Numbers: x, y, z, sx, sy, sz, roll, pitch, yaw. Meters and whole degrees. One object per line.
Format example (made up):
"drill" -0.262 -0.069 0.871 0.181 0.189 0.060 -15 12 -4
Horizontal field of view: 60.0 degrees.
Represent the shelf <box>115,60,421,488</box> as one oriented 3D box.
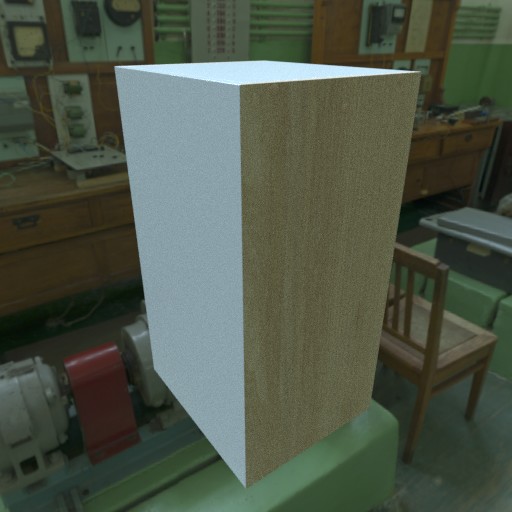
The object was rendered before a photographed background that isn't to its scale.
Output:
"shelf" 0.000 0.000 0.770 0.290 0.600 0.350 -18 32 -32
